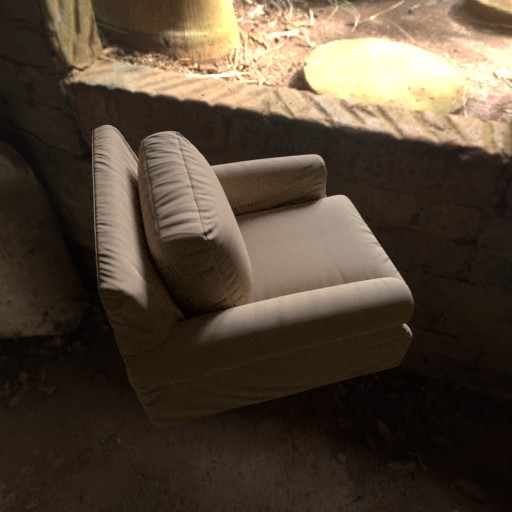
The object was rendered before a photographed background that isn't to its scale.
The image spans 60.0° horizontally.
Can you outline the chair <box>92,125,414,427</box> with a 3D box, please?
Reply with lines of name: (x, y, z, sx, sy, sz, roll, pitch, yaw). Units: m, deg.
chair: (0.000, 0.000, 1.719, 1.066, 0.866, 0.940, -11, 47, -11)
